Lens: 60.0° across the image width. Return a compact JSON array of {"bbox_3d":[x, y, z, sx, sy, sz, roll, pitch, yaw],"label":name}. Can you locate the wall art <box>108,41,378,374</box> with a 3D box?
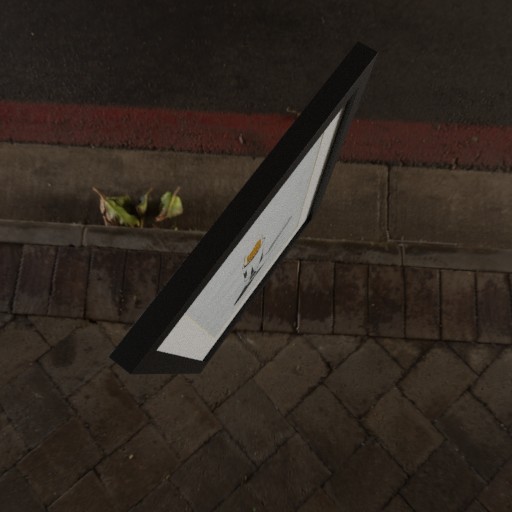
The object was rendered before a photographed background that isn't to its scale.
[{"bbox_3d":[0.000,0.000,0.753,0.029,0.559,0.457,35,78,9],"label":"wall art"}]
